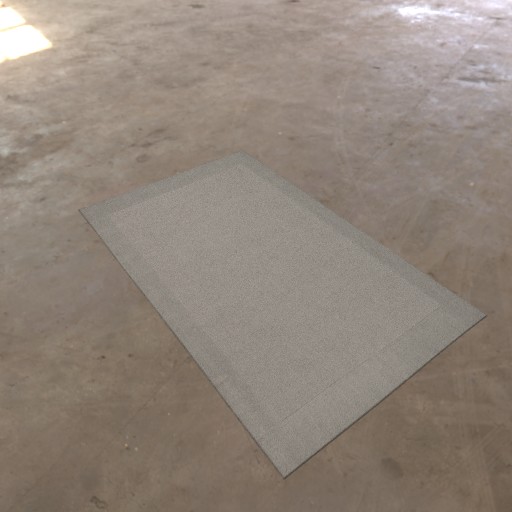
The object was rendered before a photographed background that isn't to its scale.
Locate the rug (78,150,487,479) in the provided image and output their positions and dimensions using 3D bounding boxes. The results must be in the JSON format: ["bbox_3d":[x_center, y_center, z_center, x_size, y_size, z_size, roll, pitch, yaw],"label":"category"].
[{"bbox_3d":[0.000,0.000,2.955,1.524,0.014,2.438,-27,48,-26],"label":"rug"}]
